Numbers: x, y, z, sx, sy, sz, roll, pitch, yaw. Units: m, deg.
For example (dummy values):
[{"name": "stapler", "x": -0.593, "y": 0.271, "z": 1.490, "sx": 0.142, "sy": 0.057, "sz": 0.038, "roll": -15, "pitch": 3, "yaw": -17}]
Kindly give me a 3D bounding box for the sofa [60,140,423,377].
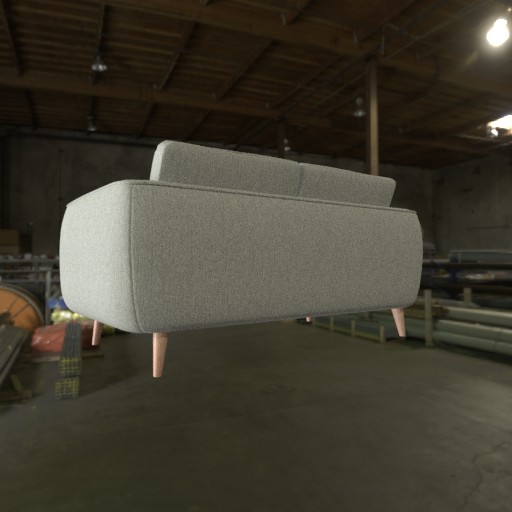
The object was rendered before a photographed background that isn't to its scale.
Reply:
[{"name": "sofa", "x": 0.000, "y": 0.000, "z": 2.250, "sx": 1.700, "sy": 0.850, "sz": 0.920, "roll": 0, "pitch": -1, "yaw": -36}]
